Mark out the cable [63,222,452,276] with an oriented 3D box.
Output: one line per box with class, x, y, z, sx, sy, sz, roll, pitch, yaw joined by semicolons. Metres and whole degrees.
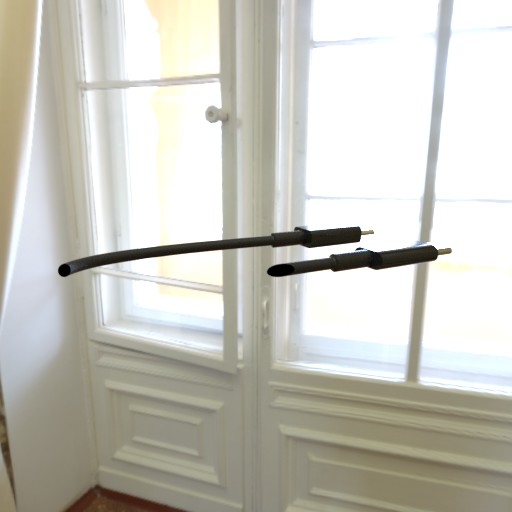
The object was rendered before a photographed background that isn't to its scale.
cable;0.000;0.000;0.113;0.098;0.006;0.040;-7;15;-26
